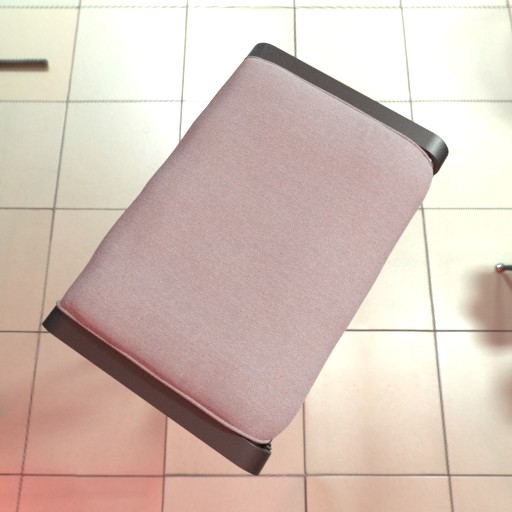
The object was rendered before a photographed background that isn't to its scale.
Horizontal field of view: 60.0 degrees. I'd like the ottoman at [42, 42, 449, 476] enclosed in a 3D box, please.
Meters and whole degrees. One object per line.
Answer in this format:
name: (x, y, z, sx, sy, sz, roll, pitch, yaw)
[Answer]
ottoman: (0.000, 0.000, 0.868, 0.406, 0.422, 0.610, 32, 78, 8)
